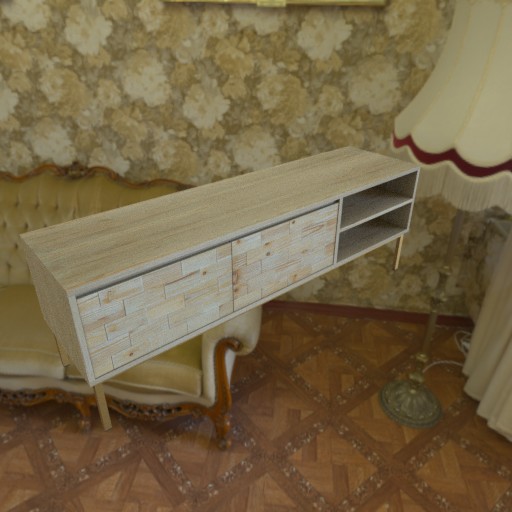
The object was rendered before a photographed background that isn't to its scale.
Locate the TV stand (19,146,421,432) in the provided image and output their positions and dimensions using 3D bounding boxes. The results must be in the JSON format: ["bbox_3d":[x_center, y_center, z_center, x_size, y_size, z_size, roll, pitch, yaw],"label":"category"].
[{"bbox_3d":[0.000,0.000,1.844,1.600,0.550,0.420,-22,36,-34],"label":"TV stand"}]
